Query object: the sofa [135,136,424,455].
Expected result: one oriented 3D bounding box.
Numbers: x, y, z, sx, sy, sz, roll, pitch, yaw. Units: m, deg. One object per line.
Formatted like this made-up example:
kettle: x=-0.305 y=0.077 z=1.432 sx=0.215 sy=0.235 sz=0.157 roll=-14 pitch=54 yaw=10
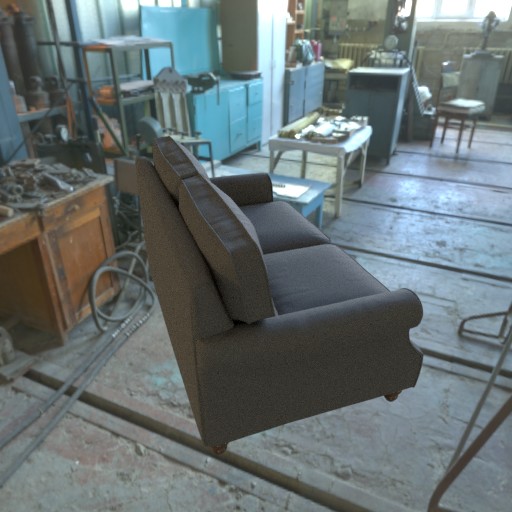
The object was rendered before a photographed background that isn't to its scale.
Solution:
sofa: x=0.000 y=0.000 z=2.232 sx=0.964 sy=0.937 sz=1.665 roll=-10 pitch=30 yaw=-17
